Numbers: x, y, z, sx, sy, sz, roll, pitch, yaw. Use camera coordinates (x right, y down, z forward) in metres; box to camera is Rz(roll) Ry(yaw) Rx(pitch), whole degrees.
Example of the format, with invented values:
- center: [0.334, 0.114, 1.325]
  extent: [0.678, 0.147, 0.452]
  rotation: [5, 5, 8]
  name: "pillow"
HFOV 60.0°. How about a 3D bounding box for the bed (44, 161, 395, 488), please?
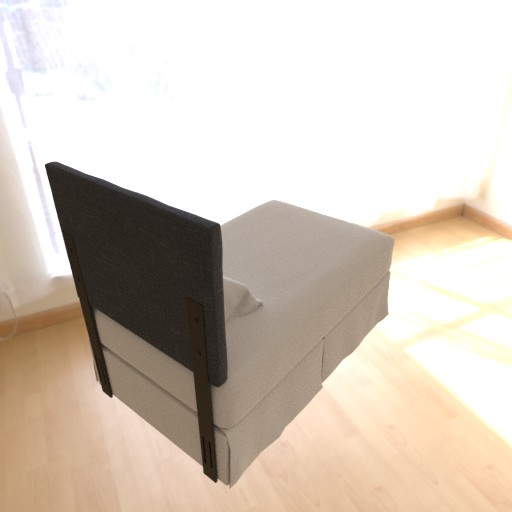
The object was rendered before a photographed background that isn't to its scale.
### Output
- center: [0.000, 0.000, 2.943]
  extent: [1.261, 1.571, 1.997]
  rotation: [22, 38, 32]
  name: "bed"
